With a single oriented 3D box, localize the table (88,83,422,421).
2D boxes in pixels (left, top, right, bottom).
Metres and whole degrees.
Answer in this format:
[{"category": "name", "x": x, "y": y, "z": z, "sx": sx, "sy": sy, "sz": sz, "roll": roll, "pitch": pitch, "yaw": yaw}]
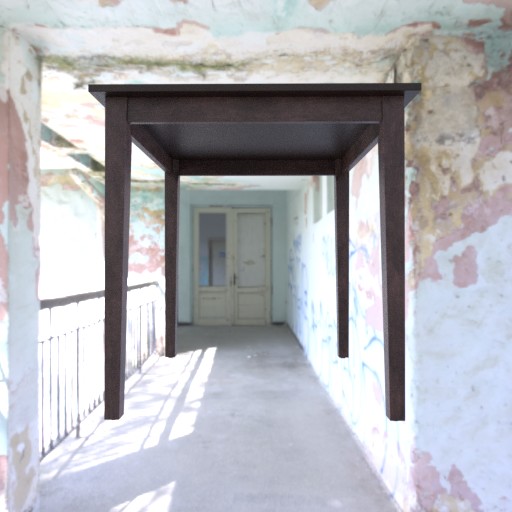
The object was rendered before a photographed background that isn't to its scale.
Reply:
[{"category": "table", "x": 0.000, "y": 0.000, "z": 1.367, "sx": 0.749, "sy": 0.770, "sz": 0.749, "roll": 0, "pitch": 0, "yaw": 1}]
